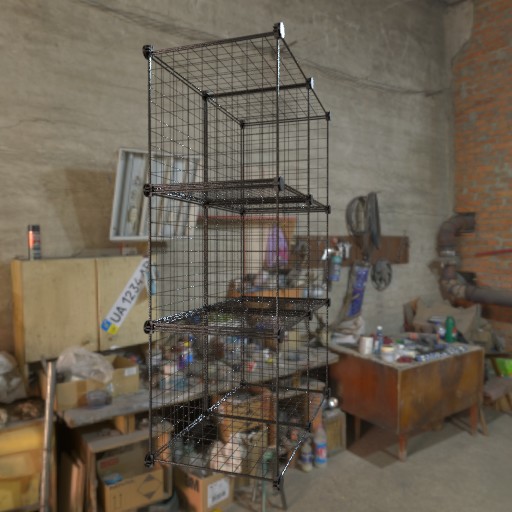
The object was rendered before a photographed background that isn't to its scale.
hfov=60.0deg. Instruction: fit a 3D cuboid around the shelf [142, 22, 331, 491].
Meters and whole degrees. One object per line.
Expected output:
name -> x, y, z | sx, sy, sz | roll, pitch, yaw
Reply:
shelf -> 0.000, 0.000, 1.388 | 0.356, 1.067, 0.711 | 0, 1, 19
